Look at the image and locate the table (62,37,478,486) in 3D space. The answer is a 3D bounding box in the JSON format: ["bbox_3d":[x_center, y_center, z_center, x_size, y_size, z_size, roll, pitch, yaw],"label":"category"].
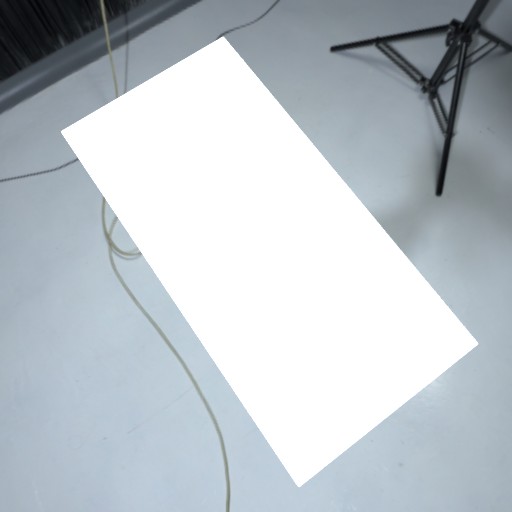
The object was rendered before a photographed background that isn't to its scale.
[{"bbox_3d":[0.000,0.000,1.404,0.550,0.510,1.107,-34,77,-9],"label":"table"}]
